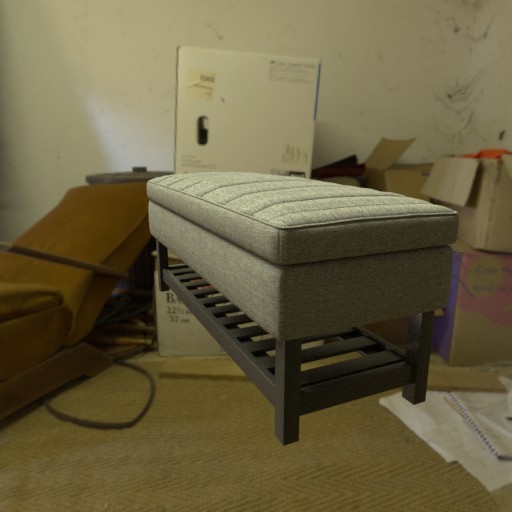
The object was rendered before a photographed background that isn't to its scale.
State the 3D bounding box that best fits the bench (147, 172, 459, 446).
[{"bbox_3d":[0.000,0.000,1.321,0.429,0.470,1.100,-6,15,-24],"label":"bench"}]
